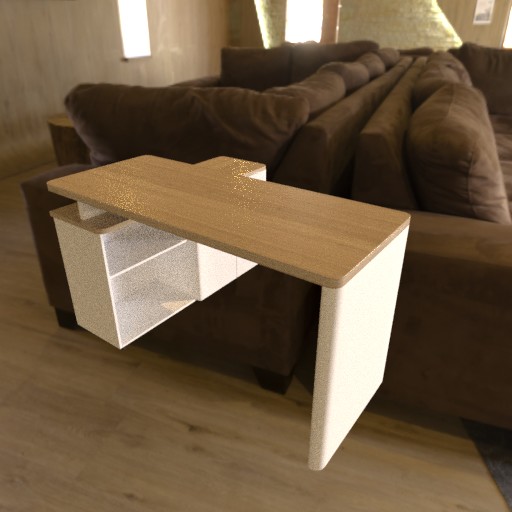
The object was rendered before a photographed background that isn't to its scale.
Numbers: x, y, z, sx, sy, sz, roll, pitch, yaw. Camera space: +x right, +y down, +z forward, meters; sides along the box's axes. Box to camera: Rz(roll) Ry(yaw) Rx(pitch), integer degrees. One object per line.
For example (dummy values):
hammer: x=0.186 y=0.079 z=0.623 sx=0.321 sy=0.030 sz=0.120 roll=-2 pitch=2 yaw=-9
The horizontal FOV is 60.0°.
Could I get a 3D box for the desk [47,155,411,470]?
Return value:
desk: x=0.000 y=0.000 z=2.124 sx=1.400 sy=0.770 sz=1.175 roll=19 pitch=33 yaw=32
